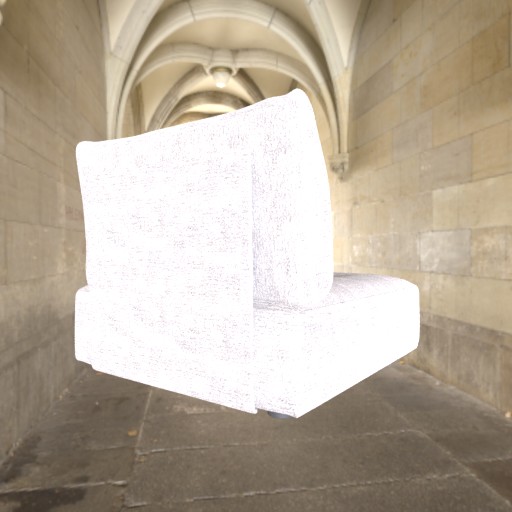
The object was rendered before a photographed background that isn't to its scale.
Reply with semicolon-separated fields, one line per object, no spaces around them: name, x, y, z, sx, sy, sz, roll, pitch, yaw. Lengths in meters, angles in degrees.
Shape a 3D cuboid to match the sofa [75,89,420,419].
sofa;0.000;0.000;1.705;1.000;0.820;1.000;1;1;37
